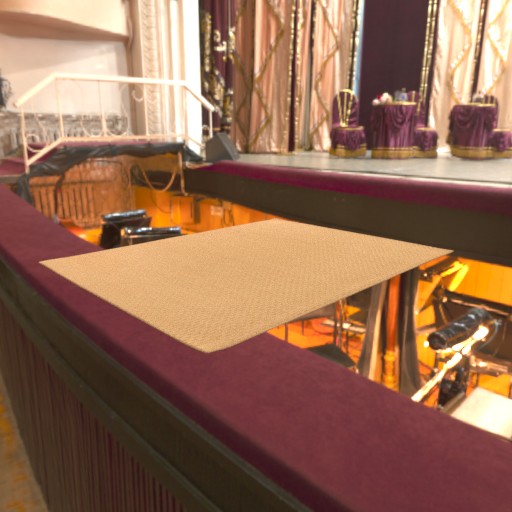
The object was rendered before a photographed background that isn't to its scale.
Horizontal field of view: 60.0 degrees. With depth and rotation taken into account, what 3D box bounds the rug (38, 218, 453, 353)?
[{"bbox_3d":[0.000,0.000,3.904,2.897,0.035,2.277,-15,21,-42],"label":"rug"}]
